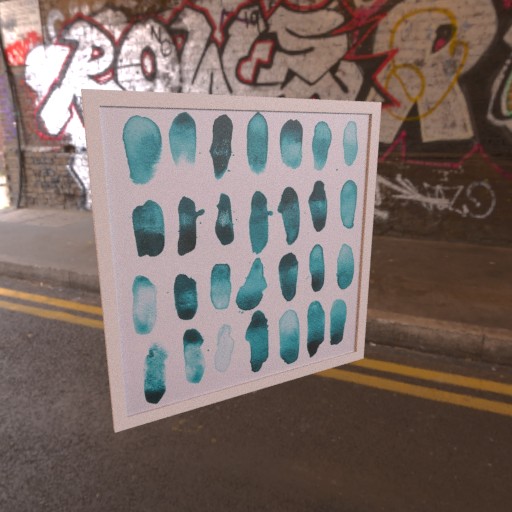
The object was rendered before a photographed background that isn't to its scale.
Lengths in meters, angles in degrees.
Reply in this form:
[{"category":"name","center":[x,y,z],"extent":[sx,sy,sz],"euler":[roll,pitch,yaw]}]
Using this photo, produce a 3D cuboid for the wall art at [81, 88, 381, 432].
[{"category":"wall art","center":[0.000,0.000,1.198],"extent":[0.812,0.813,0.013],"euler":[-8,17,-27]}]
